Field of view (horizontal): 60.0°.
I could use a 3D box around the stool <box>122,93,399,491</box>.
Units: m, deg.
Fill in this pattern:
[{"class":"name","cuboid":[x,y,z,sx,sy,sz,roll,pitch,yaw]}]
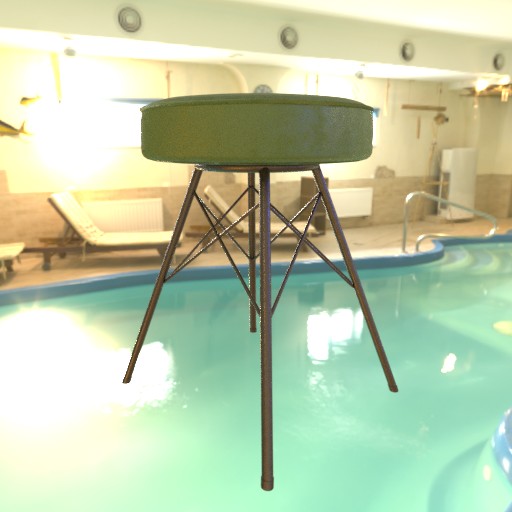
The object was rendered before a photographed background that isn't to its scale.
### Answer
[{"class":"stool","cuboid":[0.000,0.000,0.899,0.430,0.595,0.457,-14,20,-43]}]
